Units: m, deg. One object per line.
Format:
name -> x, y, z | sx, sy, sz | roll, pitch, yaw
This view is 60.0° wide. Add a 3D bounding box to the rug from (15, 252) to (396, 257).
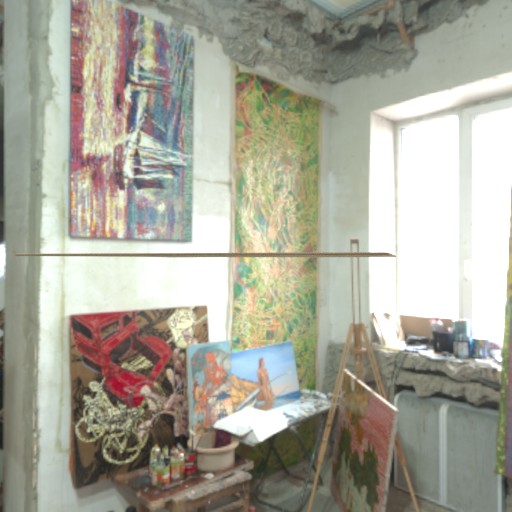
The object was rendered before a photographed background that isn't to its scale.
rug -> 0.000, 0.000, 3.842 | 2.288, 0.018, 2.895 | 0, 0, 18
